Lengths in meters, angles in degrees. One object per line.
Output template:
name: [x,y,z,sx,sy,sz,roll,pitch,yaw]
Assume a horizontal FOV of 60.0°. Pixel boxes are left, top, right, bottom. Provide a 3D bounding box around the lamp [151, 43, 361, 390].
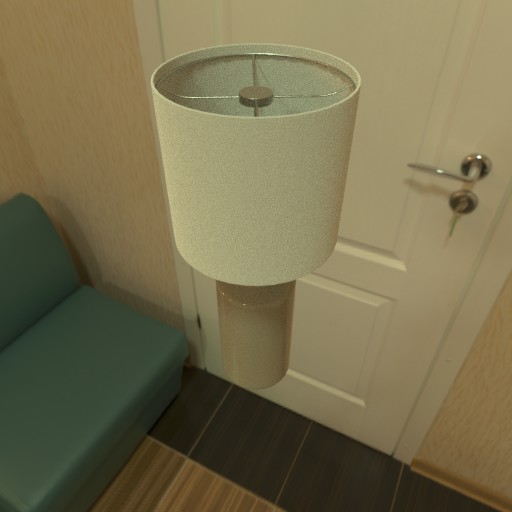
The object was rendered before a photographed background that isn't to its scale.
lamp: [0.000,0.000,0.614,0.212,0.493,0.212,-1,41,-1]
